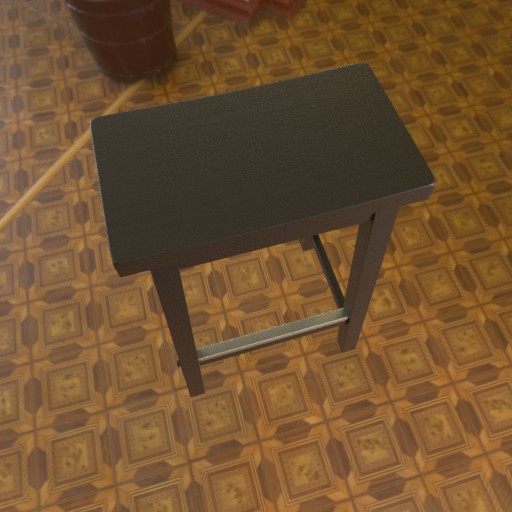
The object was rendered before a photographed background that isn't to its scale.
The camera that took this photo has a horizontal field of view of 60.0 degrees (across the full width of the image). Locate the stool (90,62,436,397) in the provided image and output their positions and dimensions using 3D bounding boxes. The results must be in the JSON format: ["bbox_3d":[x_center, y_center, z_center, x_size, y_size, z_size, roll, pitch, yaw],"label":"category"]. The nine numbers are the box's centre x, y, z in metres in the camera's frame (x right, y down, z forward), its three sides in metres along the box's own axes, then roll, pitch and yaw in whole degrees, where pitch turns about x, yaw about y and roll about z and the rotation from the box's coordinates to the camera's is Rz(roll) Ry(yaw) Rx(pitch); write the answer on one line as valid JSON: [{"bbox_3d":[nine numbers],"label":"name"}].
[{"bbox_3d":[0.000,0.000,0.845,0.406,0.610,0.322,-14,64,-7],"label":"stool"}]
